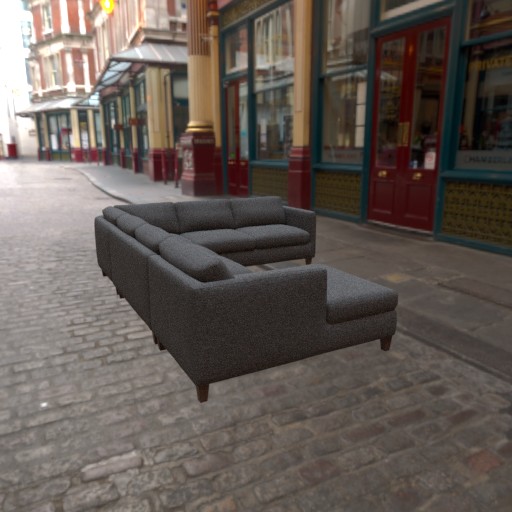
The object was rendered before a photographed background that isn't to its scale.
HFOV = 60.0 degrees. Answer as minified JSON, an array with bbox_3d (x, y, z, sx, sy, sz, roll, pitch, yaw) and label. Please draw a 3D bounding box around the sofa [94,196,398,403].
[{"bbox_3d":[0.000,0.000,4.384,2.551,0.853,3.238,-7,15,-28],"label":"sofa"}]
